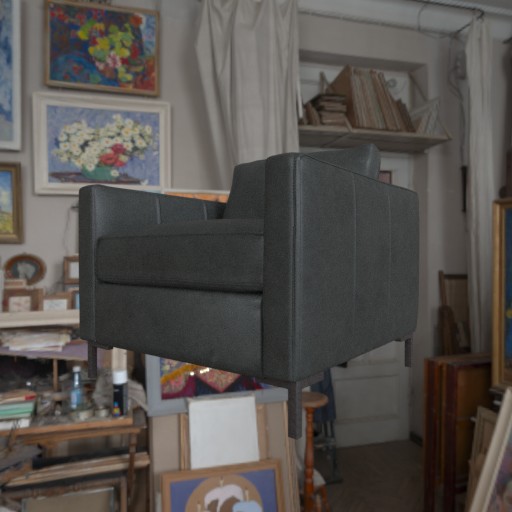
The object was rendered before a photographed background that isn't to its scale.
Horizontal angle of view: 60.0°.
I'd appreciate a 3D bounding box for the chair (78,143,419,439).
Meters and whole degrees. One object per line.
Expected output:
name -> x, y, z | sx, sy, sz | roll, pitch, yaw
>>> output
chair -> 0.000, 0.000, 1.499 | 0.967, 0.824, 0.861 | 0, 0, 37
